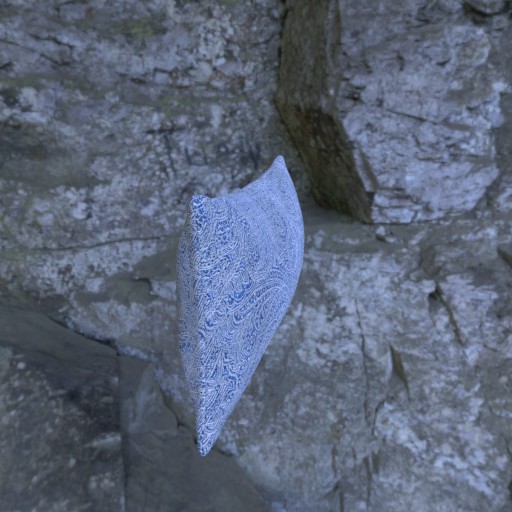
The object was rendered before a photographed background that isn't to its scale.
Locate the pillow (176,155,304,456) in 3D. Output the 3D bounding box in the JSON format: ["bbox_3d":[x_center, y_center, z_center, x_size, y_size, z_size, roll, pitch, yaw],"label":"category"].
[{"bbox_3d":[0.000,0.000,0.744,0.151,0.295,0.615,3,16,10],"label":"pillow"}]
